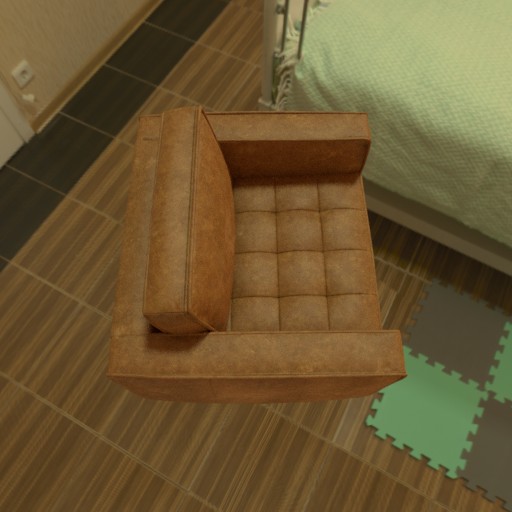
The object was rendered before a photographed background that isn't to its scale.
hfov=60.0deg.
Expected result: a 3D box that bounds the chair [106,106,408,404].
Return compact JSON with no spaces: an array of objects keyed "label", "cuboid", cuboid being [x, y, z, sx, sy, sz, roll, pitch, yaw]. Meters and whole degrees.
[{"label":"chair","cuboid":[0.000,0.000,1.503,0.798,0.767,0.928,-1,65,0]}]
